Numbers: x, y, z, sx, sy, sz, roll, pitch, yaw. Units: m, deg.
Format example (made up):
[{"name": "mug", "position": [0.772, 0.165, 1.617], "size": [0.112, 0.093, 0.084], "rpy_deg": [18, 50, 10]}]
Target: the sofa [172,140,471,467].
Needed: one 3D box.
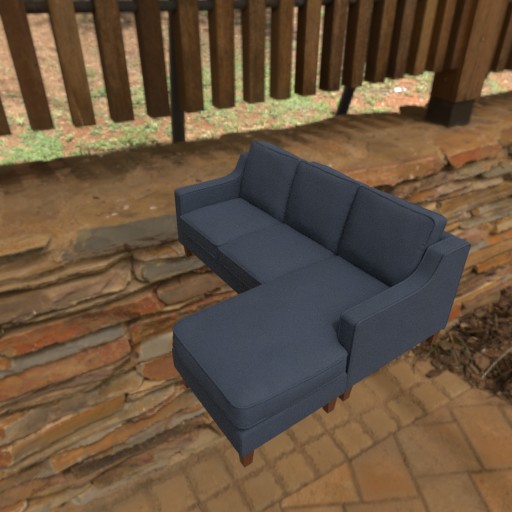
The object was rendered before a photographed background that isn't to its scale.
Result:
[{"name": "sofa", "position": [0.000, 0.000, 3.390], "size": [1.858, 1.066, 2.317], "rpy_deg": [-21, 38, -29]}]
